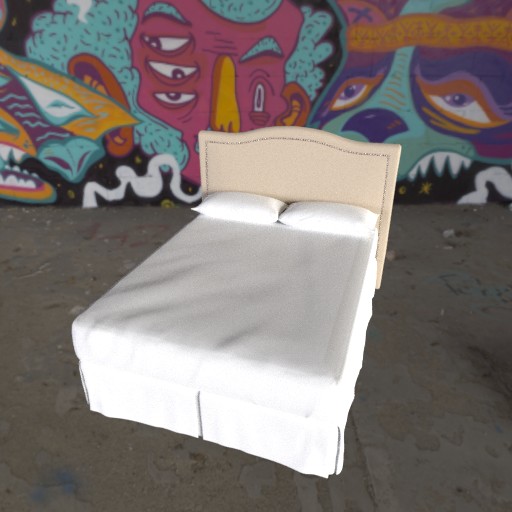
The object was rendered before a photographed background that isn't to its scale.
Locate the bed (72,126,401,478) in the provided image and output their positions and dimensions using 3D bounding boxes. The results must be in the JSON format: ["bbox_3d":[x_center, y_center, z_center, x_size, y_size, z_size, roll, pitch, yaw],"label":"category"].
[{"bbox_3d":[0.000,0.000,3.191,1.753,1.460,2.143,9,28,16],"label":"bed"}]
